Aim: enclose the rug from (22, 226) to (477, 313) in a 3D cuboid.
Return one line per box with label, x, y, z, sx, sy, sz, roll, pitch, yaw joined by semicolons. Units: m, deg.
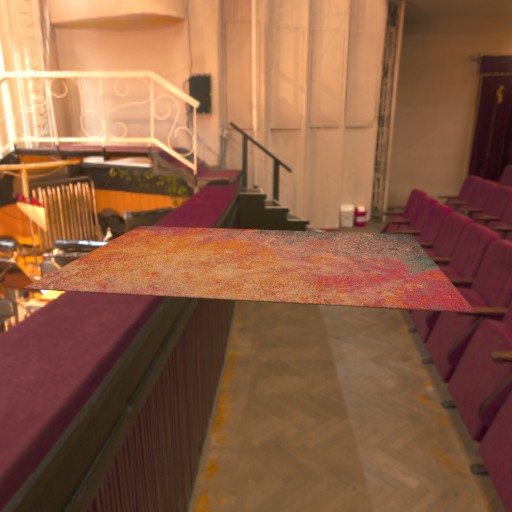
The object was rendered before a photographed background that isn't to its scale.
rug;0.000;0.000;3.728;2.896;0.013;2.007;2;16;8
